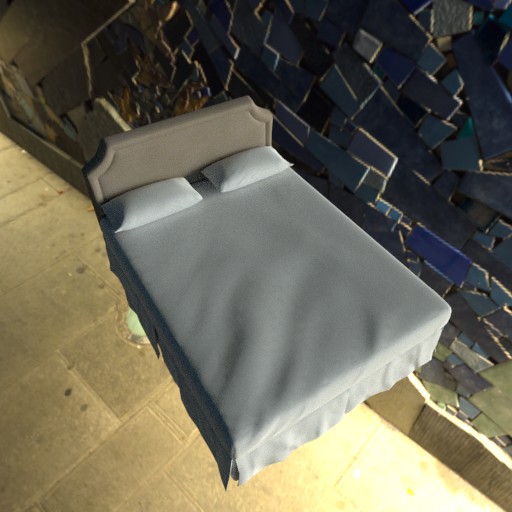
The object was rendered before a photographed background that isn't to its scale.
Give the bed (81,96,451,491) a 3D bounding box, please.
[{"bbox_3d":[0.000,0.000,3.518,1.977,1.293,2.498,-25,51,-22],"label":"bed"}]
